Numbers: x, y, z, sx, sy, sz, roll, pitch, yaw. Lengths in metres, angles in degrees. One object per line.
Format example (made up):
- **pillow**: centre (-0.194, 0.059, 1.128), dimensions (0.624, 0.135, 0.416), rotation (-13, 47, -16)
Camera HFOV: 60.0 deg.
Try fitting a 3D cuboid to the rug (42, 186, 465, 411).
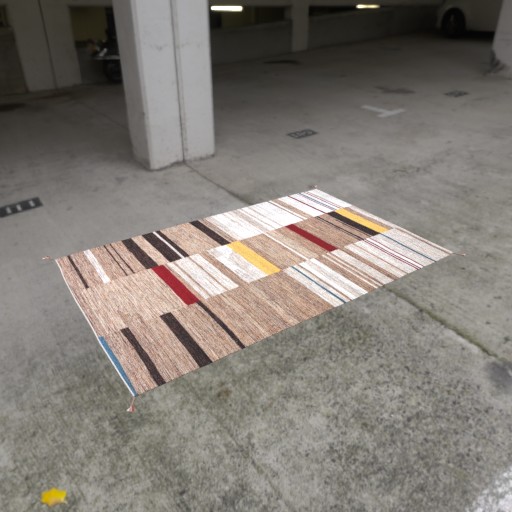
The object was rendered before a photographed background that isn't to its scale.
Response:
- **rug**: centre (0.000, 0.000, 2.372), dimensions (1.918, 0.007, 1.268), rotation (-19, 35, -29)
